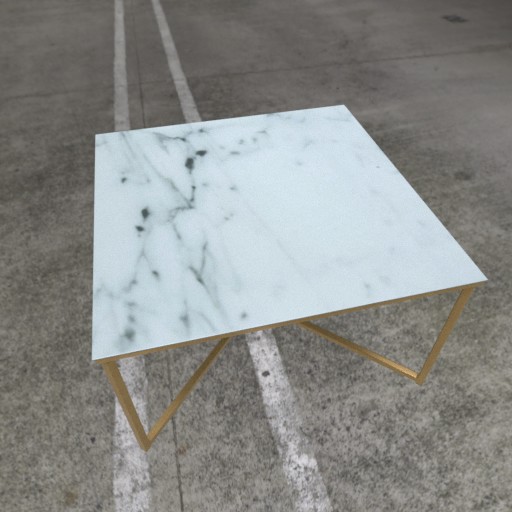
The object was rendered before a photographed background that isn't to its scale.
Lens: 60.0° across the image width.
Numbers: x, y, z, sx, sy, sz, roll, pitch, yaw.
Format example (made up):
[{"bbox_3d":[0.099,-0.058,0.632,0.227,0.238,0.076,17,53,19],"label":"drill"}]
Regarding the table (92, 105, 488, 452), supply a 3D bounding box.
[{"bbox_3d":[0.000,0.000,1.290,0.800,0.450,0.800,-10,46,-10],"label":"table"}]
